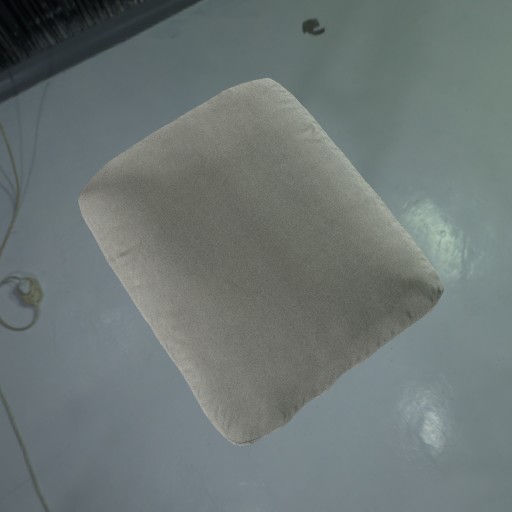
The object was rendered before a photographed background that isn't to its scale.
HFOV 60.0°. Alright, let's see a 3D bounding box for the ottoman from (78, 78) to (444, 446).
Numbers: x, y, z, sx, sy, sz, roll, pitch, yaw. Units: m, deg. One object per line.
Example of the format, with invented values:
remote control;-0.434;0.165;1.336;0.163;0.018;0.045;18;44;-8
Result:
ottoman;0.000;0.000;1.100;0.584;0.480;0.712;-34;79;-8
